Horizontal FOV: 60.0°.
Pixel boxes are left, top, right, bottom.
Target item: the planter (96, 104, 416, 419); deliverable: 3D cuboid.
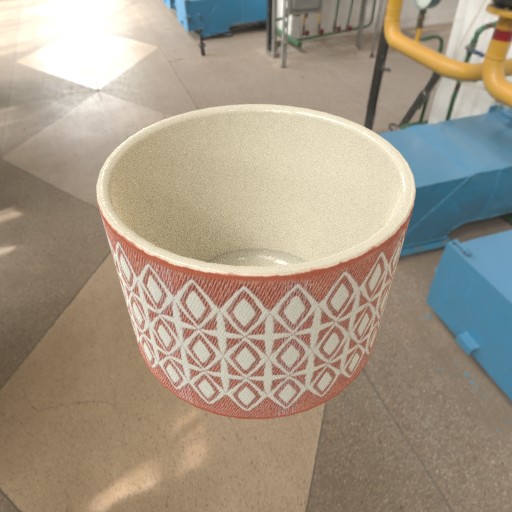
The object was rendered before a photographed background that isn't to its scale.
[{"bbox_3d":[0.000,0.000,0.323,0.192,0.148,0.192,0,42,0],"label":"planter"}]
